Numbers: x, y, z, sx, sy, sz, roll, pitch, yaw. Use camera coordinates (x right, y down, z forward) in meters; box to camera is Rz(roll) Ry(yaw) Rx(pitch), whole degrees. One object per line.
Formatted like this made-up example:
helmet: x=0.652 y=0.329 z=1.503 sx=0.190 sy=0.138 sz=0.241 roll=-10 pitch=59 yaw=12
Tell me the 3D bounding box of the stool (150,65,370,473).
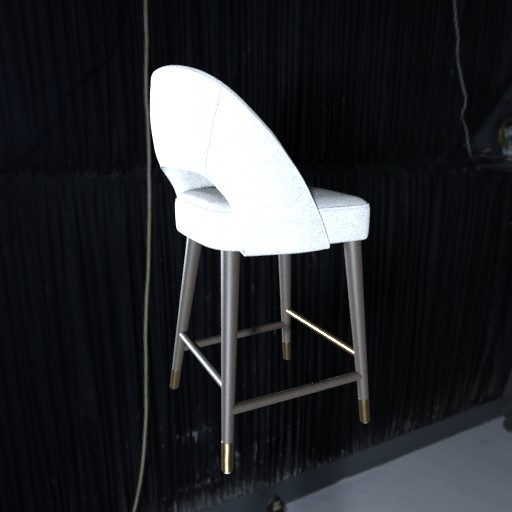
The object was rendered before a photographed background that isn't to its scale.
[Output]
stool: x=0.000 y=0.000 z=1.232 sx=0.509 sy=0.940 sz=0.494 roll=-7 pitch=16 yaw=-27
